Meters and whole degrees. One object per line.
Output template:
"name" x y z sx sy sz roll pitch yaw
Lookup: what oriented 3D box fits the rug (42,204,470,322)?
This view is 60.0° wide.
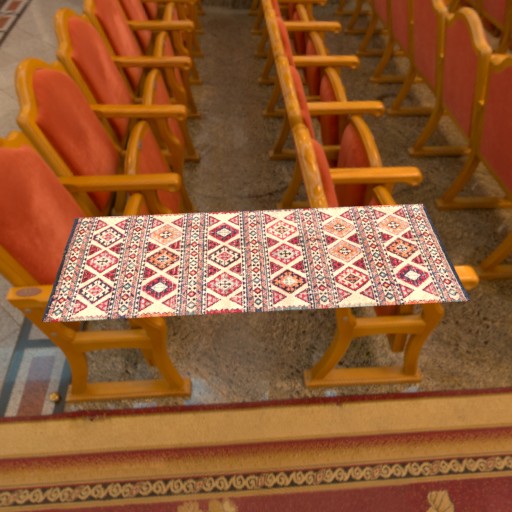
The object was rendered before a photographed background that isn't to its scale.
"rug" 0.000 0.000 2.712 2.362 0.008 0.832 -3 47 -2
